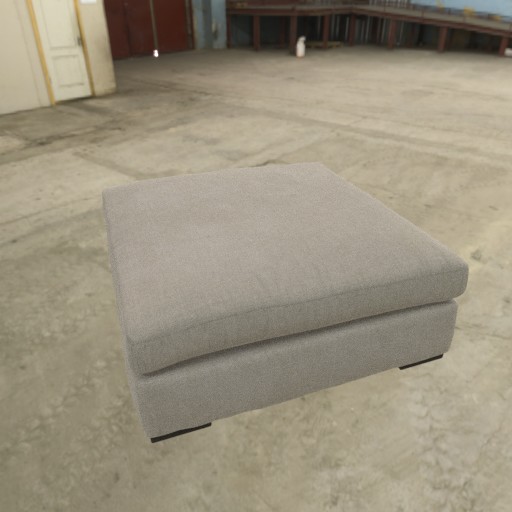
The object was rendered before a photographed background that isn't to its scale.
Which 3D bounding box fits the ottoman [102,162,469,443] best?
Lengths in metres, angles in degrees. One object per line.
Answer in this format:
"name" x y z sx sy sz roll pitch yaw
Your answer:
"ottoman" 0.000 0.000 1.863 1.171 0.517 1.203 -10 32 -17
